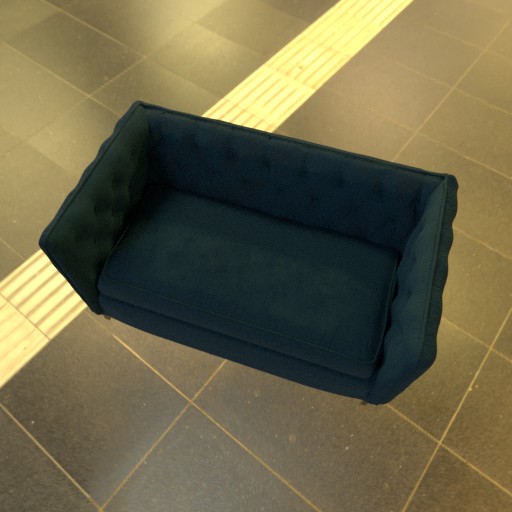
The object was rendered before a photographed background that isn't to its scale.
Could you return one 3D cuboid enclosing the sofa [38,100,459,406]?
[{"bbox_3d":[0.000,0.000,2.133,1.583,0.810,0.909,16,61,9],"label":"sofa"}]
